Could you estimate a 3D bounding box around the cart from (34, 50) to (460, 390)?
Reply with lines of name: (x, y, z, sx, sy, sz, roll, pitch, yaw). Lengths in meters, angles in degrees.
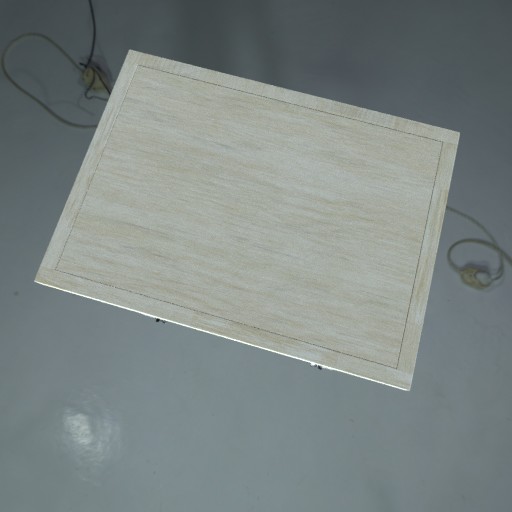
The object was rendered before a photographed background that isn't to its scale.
cart: (0.000, 0.000, 1.366, 0.762, 0.914, 0.559, 16, 77, 4)
